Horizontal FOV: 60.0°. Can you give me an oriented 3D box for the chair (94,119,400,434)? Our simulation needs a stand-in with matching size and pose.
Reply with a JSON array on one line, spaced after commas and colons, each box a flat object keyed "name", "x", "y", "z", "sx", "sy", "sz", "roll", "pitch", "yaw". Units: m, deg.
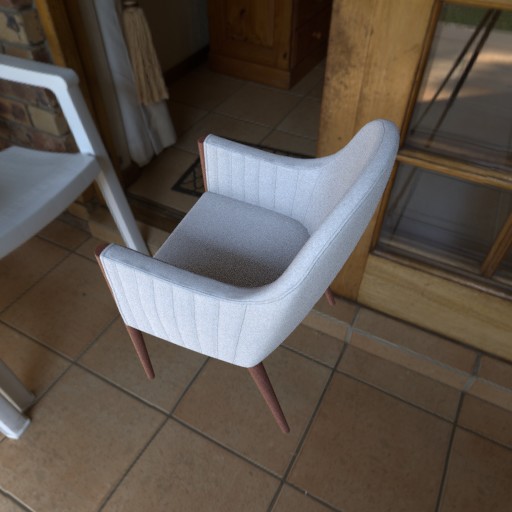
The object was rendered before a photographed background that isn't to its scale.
[{"name": "chair", "x": 0.000, "y": 0.000, "z": 1.288, "sx": 0.620, "sy": 0.889, "sz": 0.610, "roll": 16, "pitch": 48, "yaw": 15}]
